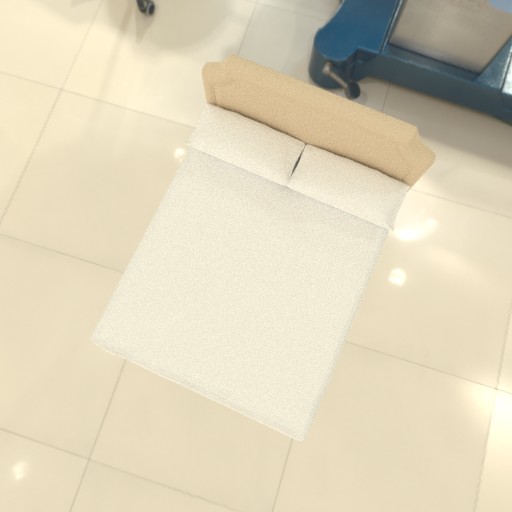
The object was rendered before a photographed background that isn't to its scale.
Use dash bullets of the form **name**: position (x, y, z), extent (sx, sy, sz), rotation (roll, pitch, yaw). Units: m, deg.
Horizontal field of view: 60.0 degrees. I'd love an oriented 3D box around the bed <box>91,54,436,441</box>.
- **bed**: position (0.000, 0.000, 3.886), extent (2.134, 1.524, 2.548), rotation (24, 78, 5)
